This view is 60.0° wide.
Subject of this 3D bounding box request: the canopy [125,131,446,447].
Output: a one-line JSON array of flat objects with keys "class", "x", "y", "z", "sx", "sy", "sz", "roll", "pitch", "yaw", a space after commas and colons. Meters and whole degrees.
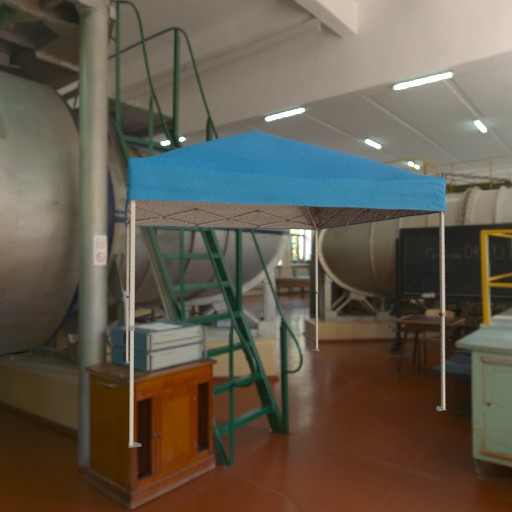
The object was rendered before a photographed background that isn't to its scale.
[{"class": "canopy", "x": 0.000, "y": 0.000, "z": 5.296, "sx": 2.996, "sy": 2.997, "sz": 2.998, "roll": 0, "pitch": 0, "yaw": -17}]
